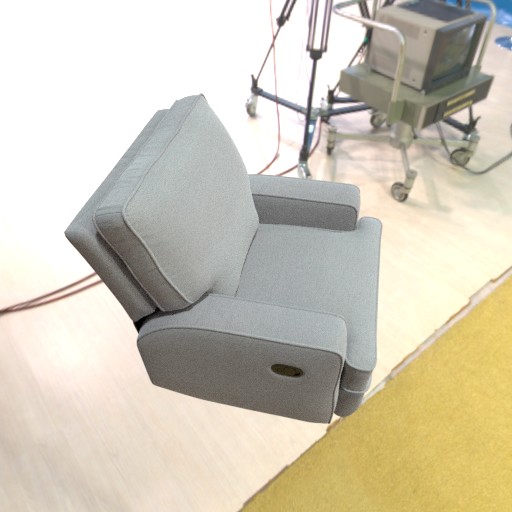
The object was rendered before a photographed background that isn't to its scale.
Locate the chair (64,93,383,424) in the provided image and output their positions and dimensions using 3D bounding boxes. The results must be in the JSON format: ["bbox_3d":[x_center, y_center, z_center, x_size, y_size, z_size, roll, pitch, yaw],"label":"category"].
[{"bbox_3d":[0.000,0.000,1.697,0.969,0.964,0.861,9,47,9],"label":"chair"}]
